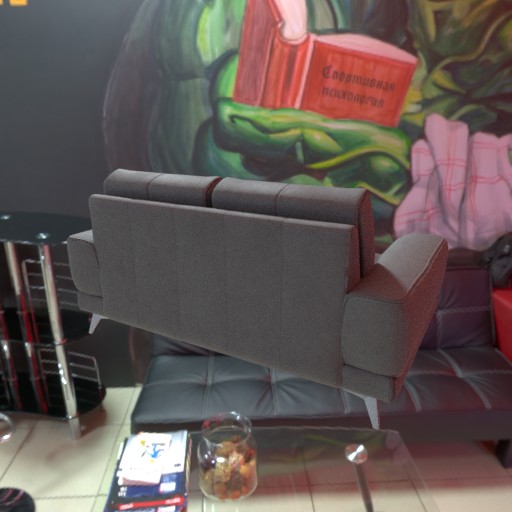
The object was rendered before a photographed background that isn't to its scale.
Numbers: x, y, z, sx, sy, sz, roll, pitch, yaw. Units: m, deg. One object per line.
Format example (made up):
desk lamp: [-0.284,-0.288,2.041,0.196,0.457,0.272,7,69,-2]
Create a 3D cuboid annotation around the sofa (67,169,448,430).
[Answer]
sofa: [0.000,0.000,2.363,1.806,0.907,1.018,10,20,28]
